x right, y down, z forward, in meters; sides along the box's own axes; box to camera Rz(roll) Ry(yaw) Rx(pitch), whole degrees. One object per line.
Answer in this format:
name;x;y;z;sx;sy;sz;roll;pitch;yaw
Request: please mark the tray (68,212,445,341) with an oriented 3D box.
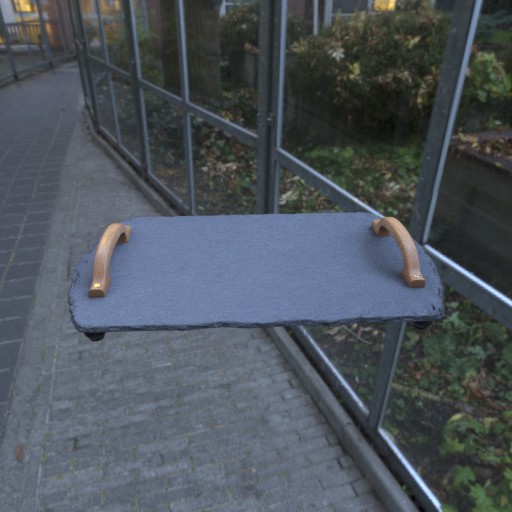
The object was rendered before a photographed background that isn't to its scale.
tray;0.000;0.000;0.484;0.387;0.062;0.231;-2;30;-3
